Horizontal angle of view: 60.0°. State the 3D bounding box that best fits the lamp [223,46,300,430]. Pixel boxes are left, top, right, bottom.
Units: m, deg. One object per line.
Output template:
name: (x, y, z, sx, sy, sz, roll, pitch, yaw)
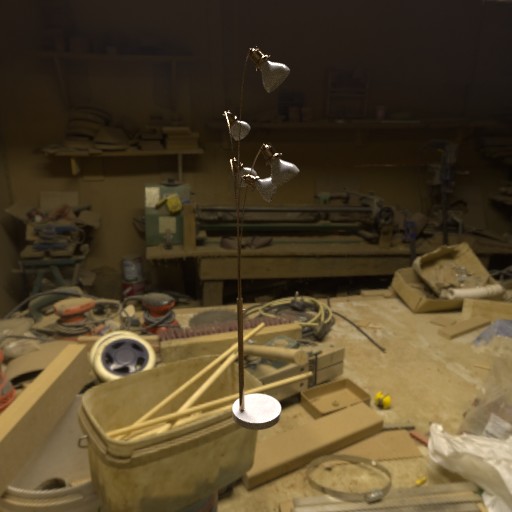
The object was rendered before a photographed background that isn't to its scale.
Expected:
lamp: (0.000, 0.000, 2.974, 0.361, 2.423, 1.405, -3, 16, -10)
